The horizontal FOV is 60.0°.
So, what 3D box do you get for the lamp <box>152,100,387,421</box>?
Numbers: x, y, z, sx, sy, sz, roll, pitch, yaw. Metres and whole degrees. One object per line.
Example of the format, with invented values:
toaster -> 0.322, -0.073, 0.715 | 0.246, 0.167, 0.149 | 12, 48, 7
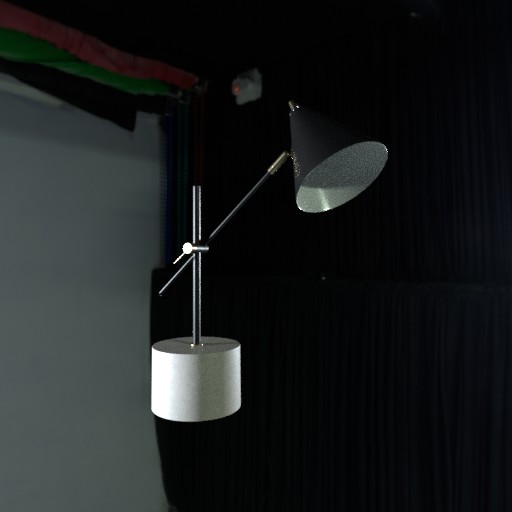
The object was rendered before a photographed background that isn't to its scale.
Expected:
lamp -> 0.000, 0.000, 0.727 | 0.403, 0.518, 0.214 | 0, 0, 38
